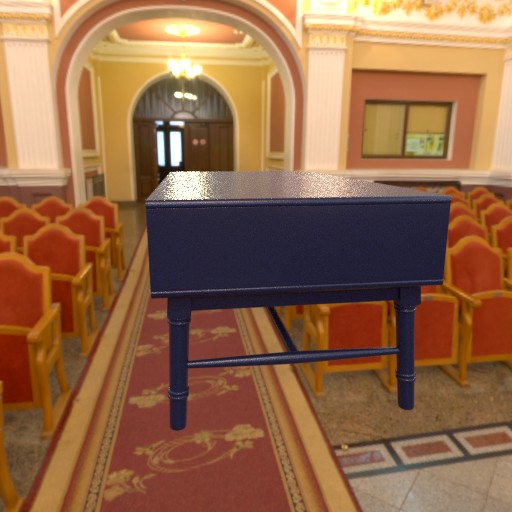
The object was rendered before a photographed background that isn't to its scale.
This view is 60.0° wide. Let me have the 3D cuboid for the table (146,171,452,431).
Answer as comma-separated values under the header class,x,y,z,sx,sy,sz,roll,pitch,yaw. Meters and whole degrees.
class,x,y,z,sx,sy,sz,roll,pitch,yaw
table,0.000,0.000,1.339,0.572,0.457,1.067,-2,13,-8
